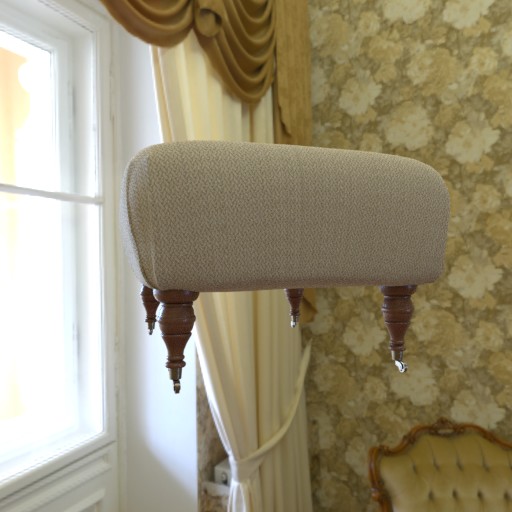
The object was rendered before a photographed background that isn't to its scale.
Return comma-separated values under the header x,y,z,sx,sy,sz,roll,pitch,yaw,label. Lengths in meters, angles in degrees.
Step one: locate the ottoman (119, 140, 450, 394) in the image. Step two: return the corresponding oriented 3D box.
x,y,z,sx,sy,sz,roll,pitch,yaw,label
0.000,0.000,1.059,0.622,0.447,0.684,0,0,-18,ottoman
